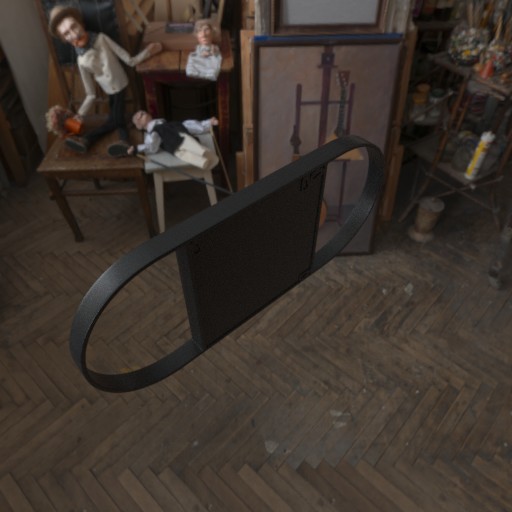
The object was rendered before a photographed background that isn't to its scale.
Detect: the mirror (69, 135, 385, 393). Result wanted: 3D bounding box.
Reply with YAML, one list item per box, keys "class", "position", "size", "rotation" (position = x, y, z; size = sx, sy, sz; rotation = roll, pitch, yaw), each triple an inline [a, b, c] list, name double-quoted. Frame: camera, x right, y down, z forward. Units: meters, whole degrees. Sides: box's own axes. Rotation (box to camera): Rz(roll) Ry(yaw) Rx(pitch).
- class: "mirror"
  position: [0.000, 0.000, 0.682]
  size: [0.584, 0.254, 0.032]
  rotation: [-33, 55, -27]
